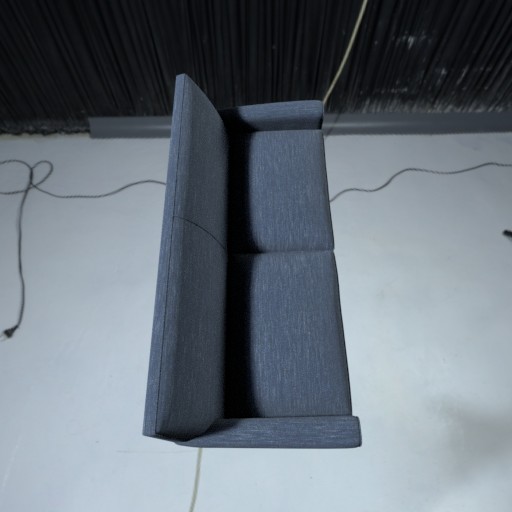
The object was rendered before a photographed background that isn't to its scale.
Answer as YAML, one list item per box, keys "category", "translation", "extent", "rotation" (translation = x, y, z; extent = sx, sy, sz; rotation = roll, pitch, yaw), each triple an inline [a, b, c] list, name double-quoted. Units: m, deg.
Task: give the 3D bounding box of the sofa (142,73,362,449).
- category: "sofa"
  translation: [0.000, 0.000, 2.440]
  extent: [0.875, 0.846, 1.976]
  rotation: [-1, 63, 0]
